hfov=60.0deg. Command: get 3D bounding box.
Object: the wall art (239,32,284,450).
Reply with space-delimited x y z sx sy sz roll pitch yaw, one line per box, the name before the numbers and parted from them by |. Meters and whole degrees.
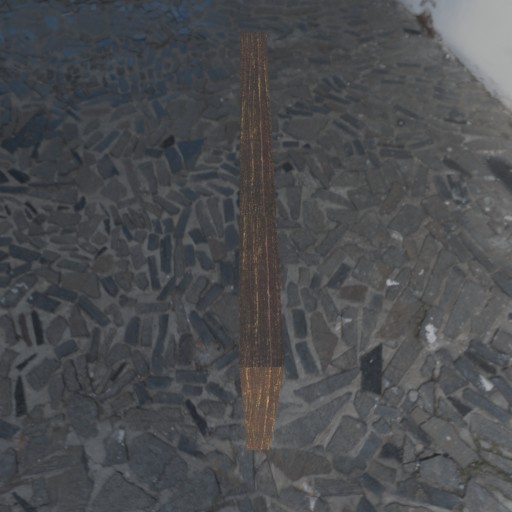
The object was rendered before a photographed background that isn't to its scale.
wall art | 0.000 0.000 0.532 0.031 0.330 0.381 -1 58 -1
